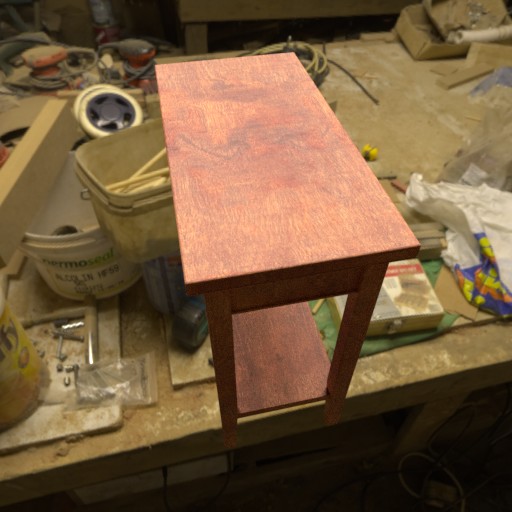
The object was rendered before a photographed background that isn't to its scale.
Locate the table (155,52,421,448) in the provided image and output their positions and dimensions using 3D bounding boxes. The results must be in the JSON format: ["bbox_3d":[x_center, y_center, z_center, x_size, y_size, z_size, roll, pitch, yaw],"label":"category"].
[{"bbox_3d":[0.000,0.000,0.973,0.305,0.610,0.610,-9,48,-8],"label":"table"}]
